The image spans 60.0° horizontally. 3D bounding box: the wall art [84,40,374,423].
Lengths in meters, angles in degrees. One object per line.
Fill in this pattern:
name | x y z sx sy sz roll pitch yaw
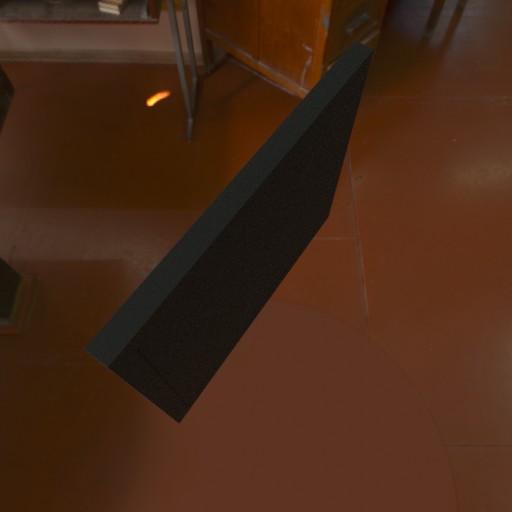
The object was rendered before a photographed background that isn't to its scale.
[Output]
wall art | 0.000 0.000 0.538 0.024 0.329 0.404 31 67 15
